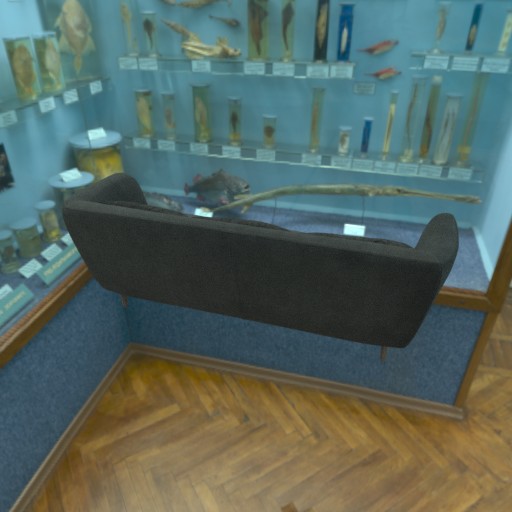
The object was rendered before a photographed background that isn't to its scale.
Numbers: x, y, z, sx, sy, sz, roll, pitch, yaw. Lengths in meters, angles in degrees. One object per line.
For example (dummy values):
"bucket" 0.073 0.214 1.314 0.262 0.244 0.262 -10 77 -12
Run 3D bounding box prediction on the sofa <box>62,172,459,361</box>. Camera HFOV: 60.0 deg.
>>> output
"sofa" 0.000 0.000 2.822 2.296 0.875 0.956 9 33 14
